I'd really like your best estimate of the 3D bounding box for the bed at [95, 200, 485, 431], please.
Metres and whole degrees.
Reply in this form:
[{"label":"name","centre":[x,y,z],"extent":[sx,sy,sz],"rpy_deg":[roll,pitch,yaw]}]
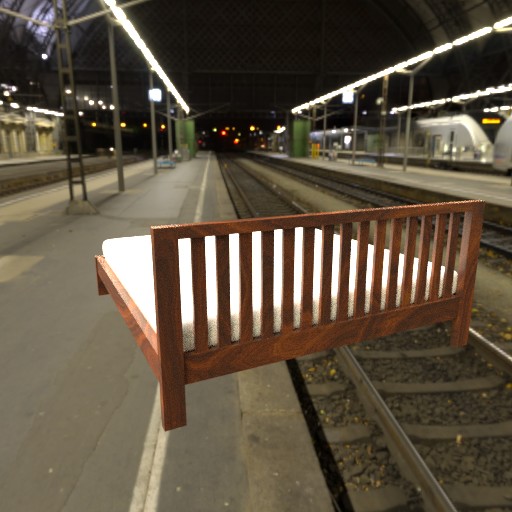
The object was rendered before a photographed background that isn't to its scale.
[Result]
[{"label":"bed","centre":[0.000,0.000,3.098],"extent":[1.905,0.890,2.030],"rpy_deg":[-7,16,-26]}]
